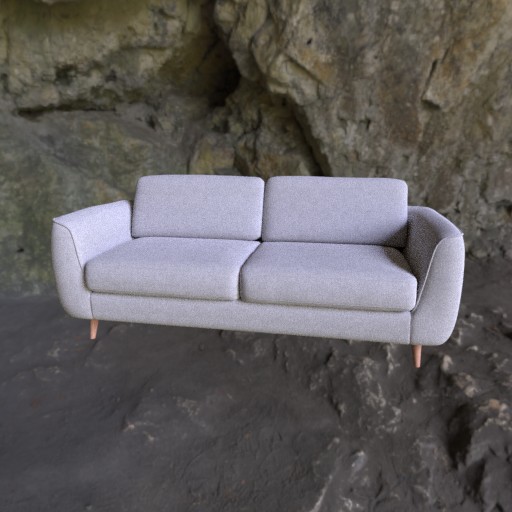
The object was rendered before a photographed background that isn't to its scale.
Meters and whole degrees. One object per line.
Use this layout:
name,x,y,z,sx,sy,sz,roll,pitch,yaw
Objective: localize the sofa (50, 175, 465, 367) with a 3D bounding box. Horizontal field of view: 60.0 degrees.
sofa,0.000,0.000,2.465,2.000,0.850,0.920,3,14,11
